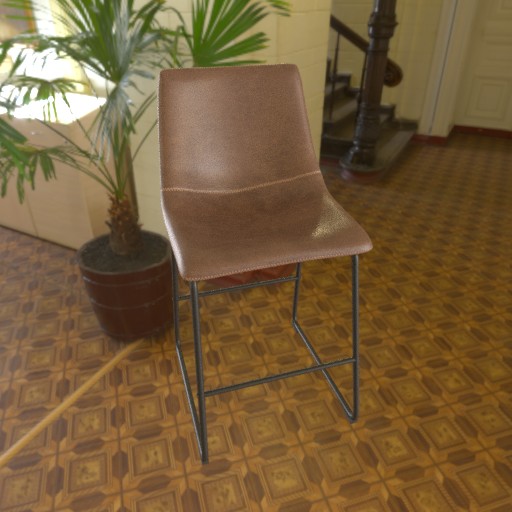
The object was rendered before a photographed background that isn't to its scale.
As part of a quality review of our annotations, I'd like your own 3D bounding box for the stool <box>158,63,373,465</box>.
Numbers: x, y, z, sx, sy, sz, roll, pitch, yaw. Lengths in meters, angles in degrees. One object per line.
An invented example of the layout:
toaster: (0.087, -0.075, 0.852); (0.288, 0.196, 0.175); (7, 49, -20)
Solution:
stool: (0.000, 0.000, 1.199); (0.460, 0.890, 0.550); (-9, 32, -15)
